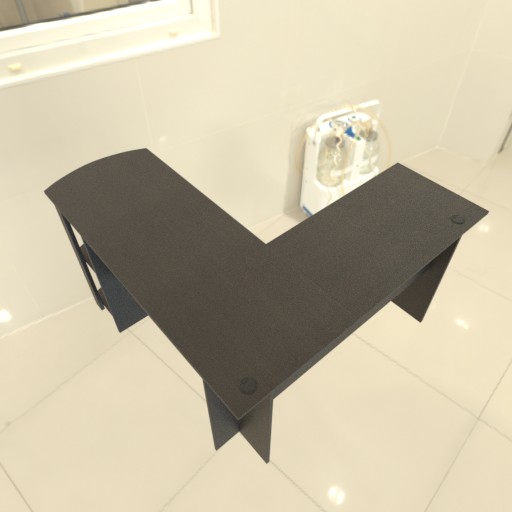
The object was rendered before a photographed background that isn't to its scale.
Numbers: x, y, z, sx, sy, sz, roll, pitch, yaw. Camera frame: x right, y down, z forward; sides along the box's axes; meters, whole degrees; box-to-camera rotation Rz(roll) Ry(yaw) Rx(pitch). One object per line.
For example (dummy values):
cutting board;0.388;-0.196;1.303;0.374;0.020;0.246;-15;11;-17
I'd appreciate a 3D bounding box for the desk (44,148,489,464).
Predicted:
desk;0.000;0.000;2.100;1.303;0.716;1.361;-32;54;-27
